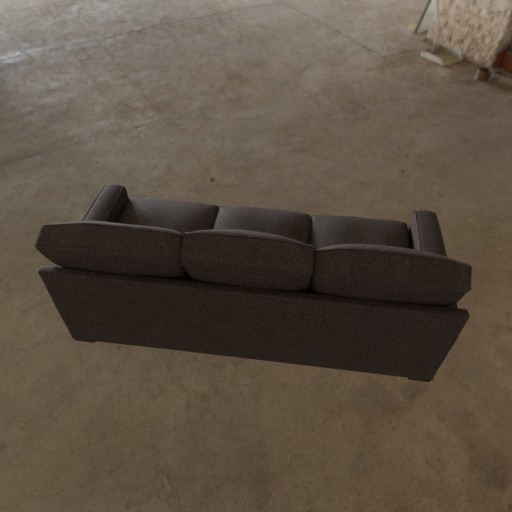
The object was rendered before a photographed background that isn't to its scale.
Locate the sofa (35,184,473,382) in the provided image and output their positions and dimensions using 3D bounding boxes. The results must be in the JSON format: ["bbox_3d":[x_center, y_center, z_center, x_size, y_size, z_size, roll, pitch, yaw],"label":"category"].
[{"bbox_3d":[0.000,0.000,2.877,2.369,0.978,1.004,6,47,5],"label":"sofa"}]
